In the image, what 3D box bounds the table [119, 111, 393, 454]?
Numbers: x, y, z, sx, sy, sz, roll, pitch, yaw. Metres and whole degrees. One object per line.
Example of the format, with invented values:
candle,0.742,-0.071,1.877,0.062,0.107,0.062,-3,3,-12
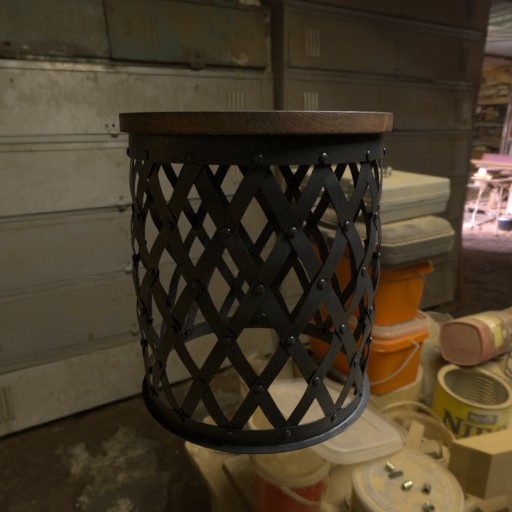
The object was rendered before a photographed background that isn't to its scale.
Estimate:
table,0.000,0.000,0.745,0.405,0.454,0.405,0,17,0
